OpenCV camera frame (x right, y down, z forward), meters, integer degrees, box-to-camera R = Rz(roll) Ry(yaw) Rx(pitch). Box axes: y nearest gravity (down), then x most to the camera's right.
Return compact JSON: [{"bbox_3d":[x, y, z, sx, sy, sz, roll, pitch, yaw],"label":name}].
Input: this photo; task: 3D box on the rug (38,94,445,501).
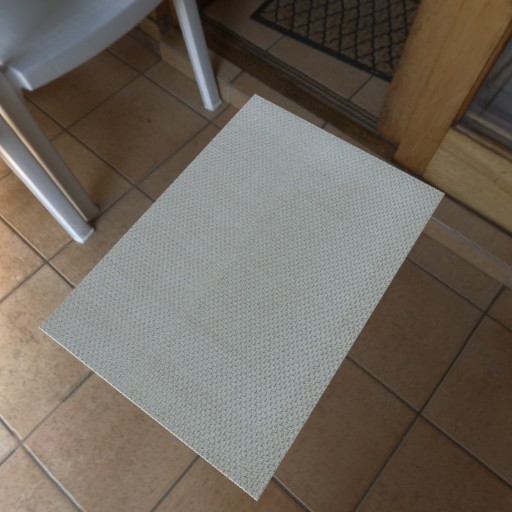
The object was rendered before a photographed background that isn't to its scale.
[{"bbox_3d":[0.000,0.000,2.701,1.509,0.013,2.144,32,69,14],"label":"rug"}]
